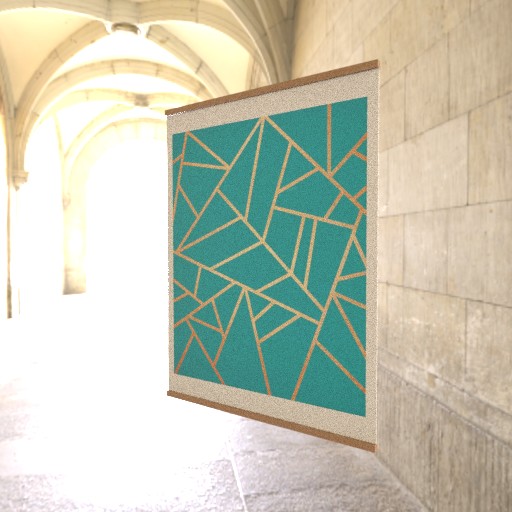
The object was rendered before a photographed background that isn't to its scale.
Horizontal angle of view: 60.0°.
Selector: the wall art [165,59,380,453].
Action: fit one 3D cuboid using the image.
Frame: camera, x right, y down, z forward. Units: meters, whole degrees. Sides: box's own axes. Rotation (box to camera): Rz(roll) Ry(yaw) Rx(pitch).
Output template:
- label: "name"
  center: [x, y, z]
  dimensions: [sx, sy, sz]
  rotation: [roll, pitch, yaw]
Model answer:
- label: "wall art"
  center: [0.000, 0.000, 0.819]
  dimensions: [0.459, 0.608, 0.012]
  rotation: [1, 2, 34]
